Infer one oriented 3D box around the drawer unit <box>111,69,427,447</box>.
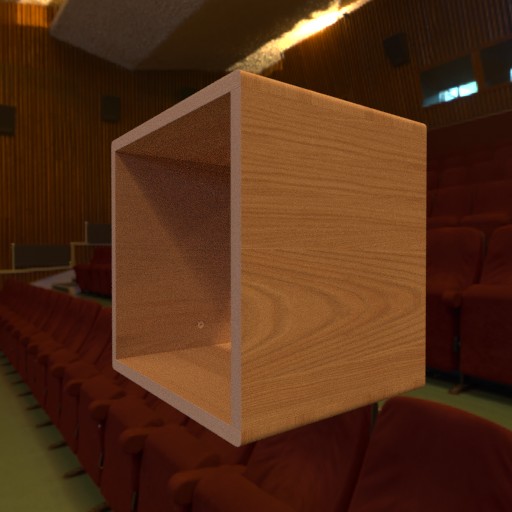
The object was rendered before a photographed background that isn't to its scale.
[{"bbox_3d":[0.000,0.000,0.623,0.290,0.344,0.344,-1,1,-37],"label":"drawer unit"}]
